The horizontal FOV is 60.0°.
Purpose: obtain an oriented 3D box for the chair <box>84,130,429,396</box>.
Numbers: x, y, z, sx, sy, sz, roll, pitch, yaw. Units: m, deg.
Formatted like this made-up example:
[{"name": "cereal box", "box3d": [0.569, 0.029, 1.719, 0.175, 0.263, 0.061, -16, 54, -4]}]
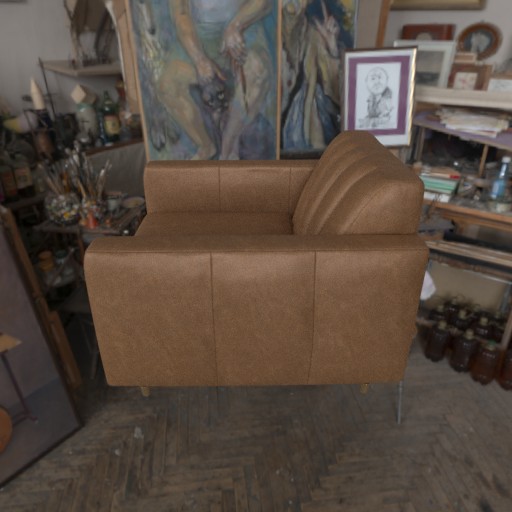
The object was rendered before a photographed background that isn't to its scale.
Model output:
[{"name": "chair", "box3d": [0.000, 0.000, 1.711, 0.998, 0.819, 0.953, 0, 28, -1]}]
